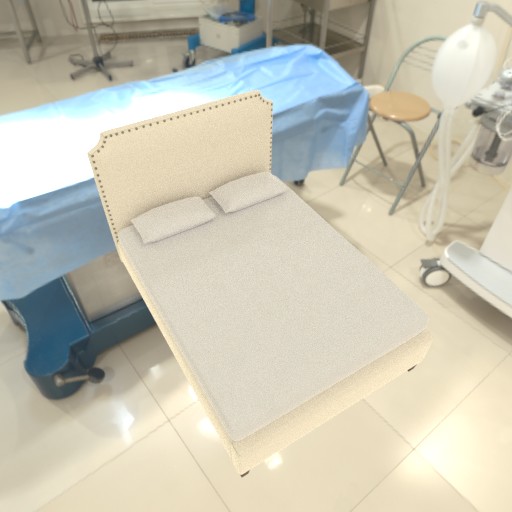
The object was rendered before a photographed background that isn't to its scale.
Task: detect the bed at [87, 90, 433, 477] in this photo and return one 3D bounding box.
[{"bbox_3d":[0.000,0.000,3.505,1.712,1.497,2.372,-23,50,-21],"label":"bed"}]
